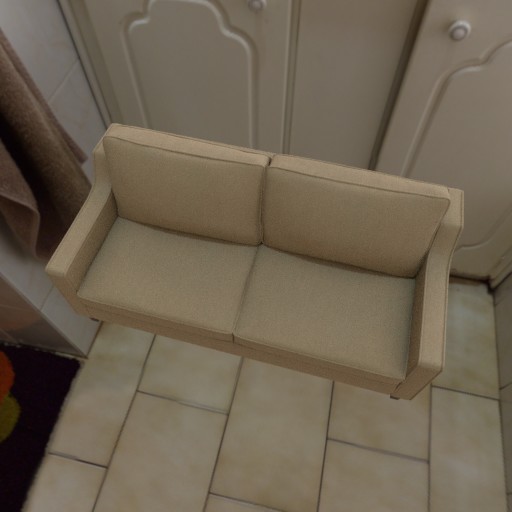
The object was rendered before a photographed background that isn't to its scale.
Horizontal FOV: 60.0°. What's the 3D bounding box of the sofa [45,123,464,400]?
[{"bbox_3d":[0.000,0.000,2.712,2.178,1.071,1.066,13,59,8],"label":"sofa"}]
